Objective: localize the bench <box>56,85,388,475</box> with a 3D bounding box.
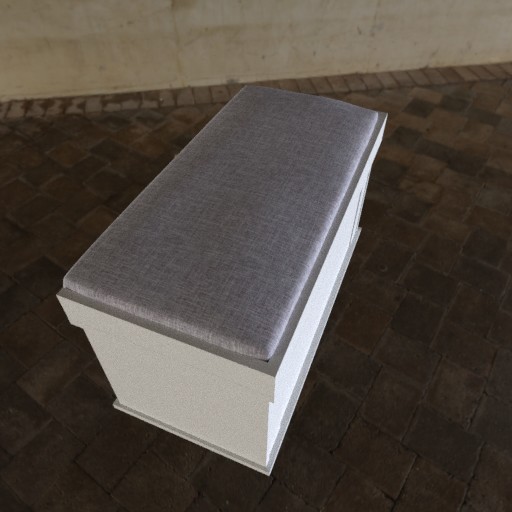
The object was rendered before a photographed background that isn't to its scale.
[{"bbox_3d":[0.000,0.000,0.996,0.362,0.461,0.734,17,49,15],"label":"bench"}]
